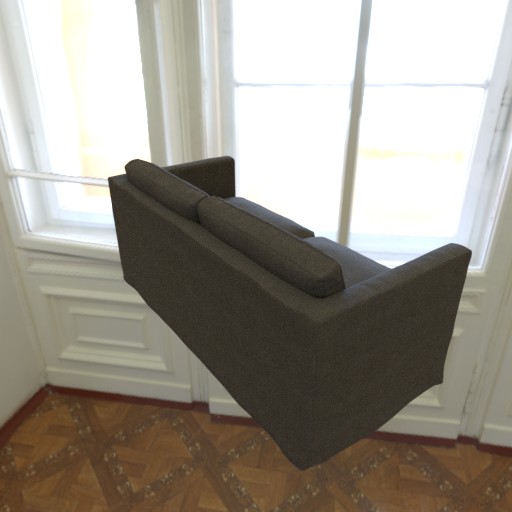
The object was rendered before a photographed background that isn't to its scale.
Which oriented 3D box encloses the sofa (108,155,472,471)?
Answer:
[{"bbox_3d":[0.000,0.000,2.487,0.953,0.855,1.982,-18,33,-31],"label":"sofa"}]
